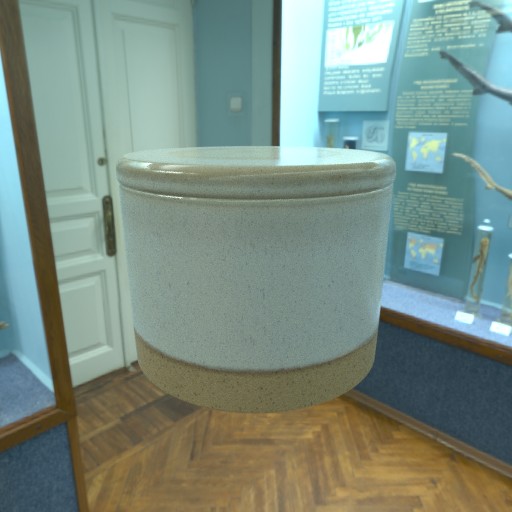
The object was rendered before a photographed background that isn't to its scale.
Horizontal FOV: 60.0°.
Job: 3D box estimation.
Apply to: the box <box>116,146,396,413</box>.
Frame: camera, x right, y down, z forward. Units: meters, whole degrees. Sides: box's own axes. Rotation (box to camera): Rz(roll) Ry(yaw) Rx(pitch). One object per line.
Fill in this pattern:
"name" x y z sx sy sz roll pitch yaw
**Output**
"box" 0.000 0.000 0.270 0.154 0.123 0.154 0 17 0
